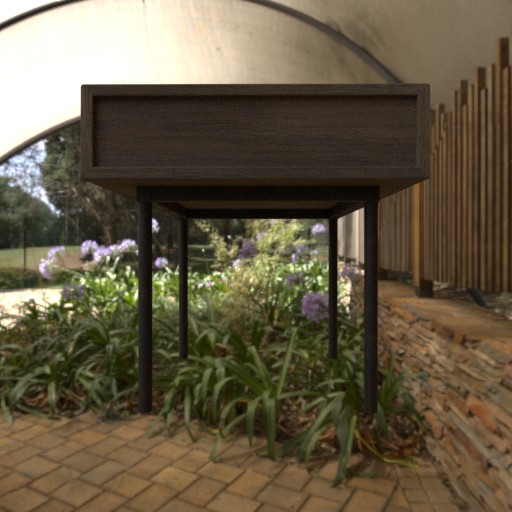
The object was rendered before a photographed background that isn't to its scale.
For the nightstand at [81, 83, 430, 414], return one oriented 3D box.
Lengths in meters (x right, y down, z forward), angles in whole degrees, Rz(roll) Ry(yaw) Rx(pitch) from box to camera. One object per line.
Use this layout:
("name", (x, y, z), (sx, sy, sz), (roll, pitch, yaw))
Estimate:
("nightstand", (0.000, 0.000, 0.886), (0.502, 0.497, 0.503), (0, 0, 0))
